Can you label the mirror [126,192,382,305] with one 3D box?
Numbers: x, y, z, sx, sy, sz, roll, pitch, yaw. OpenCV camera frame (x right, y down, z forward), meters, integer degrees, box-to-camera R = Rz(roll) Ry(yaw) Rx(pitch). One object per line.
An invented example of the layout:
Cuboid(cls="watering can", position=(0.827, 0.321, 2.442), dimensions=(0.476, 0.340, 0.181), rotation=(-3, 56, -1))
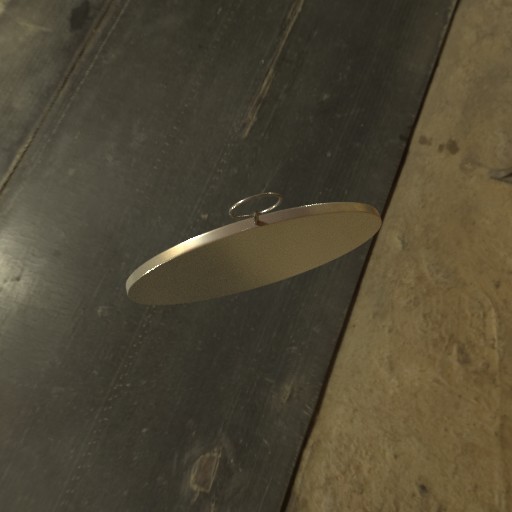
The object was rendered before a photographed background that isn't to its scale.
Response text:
Cuboid(cls="mirror", position=(0.000, 0.000, 0.981), dimensions=(0.594, 0.713, 0.020), rotation=(-16, 77, -4))
